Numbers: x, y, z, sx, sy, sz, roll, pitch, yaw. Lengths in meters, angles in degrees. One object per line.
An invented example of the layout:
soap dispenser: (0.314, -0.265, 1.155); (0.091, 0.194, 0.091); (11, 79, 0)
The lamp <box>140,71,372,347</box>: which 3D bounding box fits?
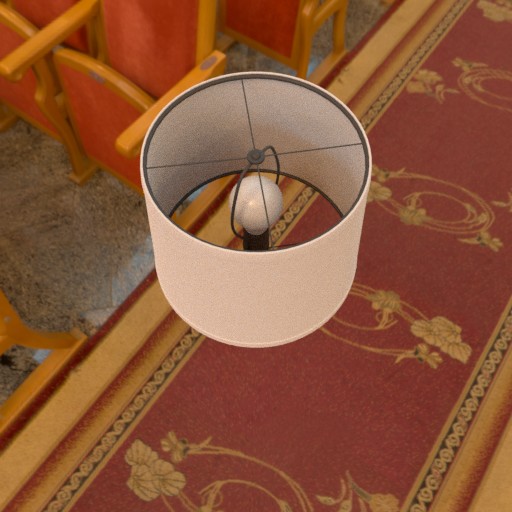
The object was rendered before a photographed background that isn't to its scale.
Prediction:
lamp: (0.000, 0.000, 0.708); (0.310, 0.501, 0.310); (0, 63, 0)
